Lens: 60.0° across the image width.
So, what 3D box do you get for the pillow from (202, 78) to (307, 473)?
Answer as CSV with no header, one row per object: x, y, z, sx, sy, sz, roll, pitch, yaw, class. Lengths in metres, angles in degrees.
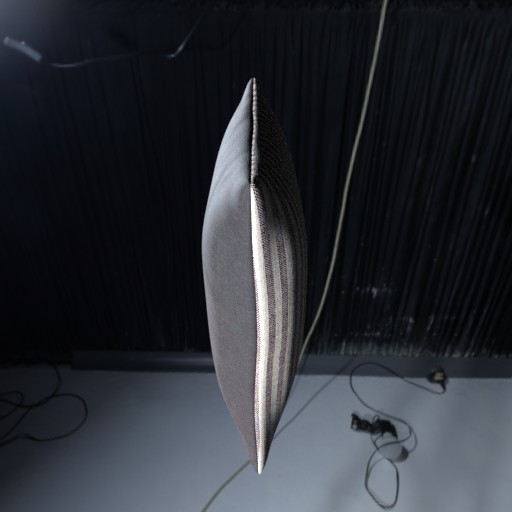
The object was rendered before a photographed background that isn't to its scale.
0.000,0.000,0.797,0.166,0.506,0.523,0,33,0,pillow
